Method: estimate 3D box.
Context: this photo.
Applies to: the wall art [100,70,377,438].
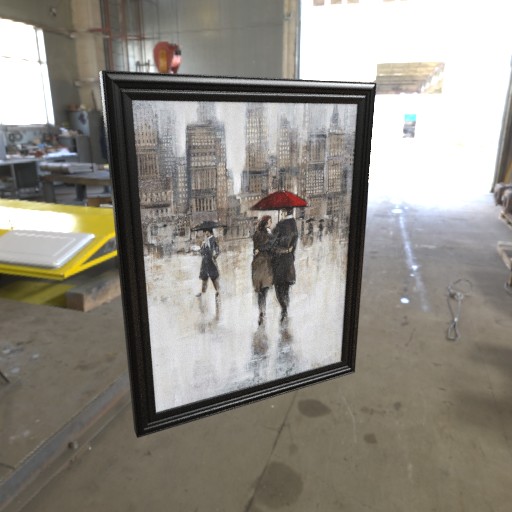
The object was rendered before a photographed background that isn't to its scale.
[{"bbox_3d":[0.000,0.000,1.594,0.950,1.194,0.053,-8,19,-25],"label":"wall art"}]
